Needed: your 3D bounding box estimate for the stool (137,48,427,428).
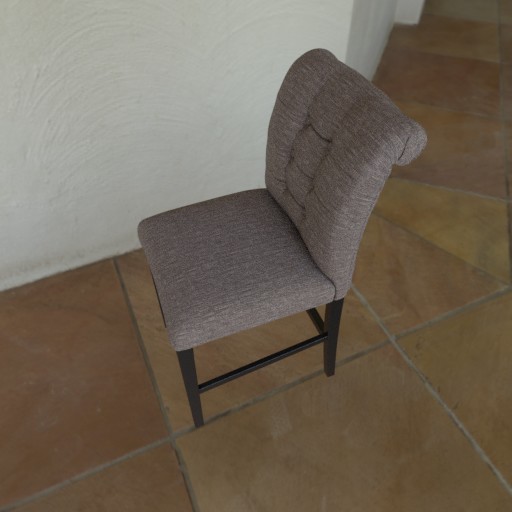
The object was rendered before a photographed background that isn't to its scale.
[{"bbox_3d":[0.000,0.000,1.296,0.611,0.970,0.457,-16,49,-15],"label":"stool"}]
